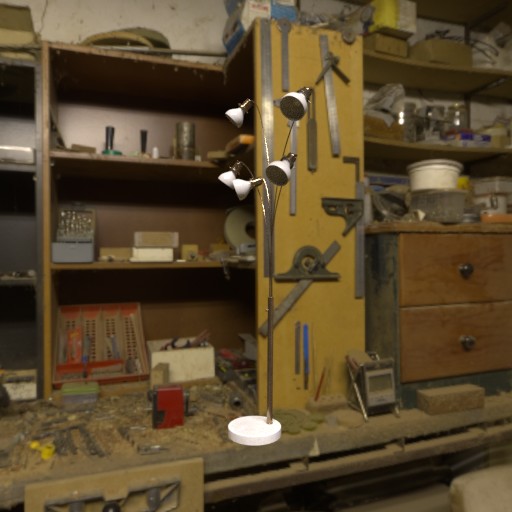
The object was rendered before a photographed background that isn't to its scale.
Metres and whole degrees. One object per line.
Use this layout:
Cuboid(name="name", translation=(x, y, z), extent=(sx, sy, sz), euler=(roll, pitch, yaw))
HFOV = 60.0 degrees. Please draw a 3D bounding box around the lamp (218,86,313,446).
Cuboid(name="lamp", translation=(0.000, 0.000, 2.971), extent=(0.361, 2.423, 1.405), euler=(0, 1, -19))
